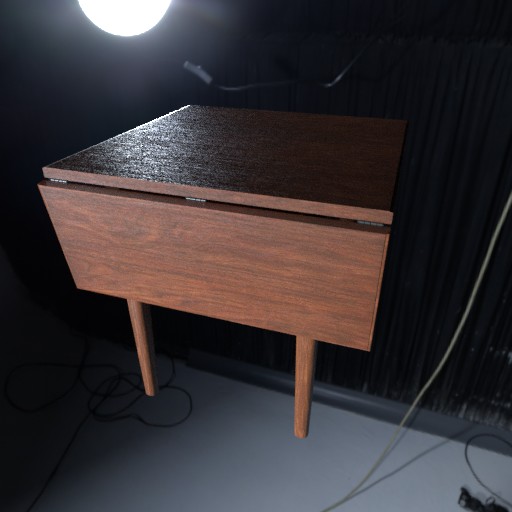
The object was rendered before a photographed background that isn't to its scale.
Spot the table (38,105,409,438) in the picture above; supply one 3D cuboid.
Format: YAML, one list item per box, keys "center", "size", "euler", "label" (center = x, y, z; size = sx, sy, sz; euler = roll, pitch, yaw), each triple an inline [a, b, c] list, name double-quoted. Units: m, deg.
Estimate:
- center: [0.000, 0.000, 1.455]
  size: [0.812, 0.763, 0.843]
  euler: [10, 31, 16]
  label: "table"
